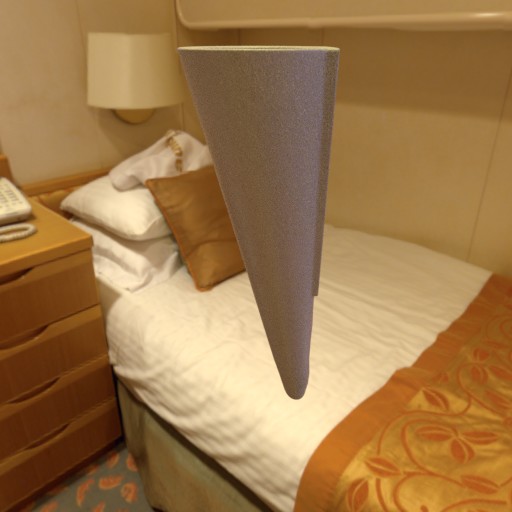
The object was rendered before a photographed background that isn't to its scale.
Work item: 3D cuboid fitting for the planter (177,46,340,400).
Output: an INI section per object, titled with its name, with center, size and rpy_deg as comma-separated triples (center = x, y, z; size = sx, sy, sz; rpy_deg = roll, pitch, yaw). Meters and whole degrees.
[planter]
center = 0.000, 0.000, 0.224
size = 0.064, 0.191, 0.057
rpy_deg = -1, 26, -2
